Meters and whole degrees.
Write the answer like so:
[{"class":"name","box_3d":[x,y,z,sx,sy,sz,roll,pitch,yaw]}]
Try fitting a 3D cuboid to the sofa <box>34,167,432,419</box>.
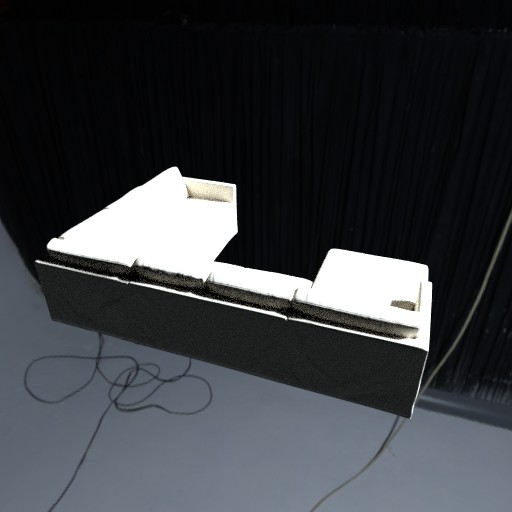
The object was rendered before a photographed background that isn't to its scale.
[{"class":"sofa","box_3d":[0.000,0.000,4.630,3.464,0.882,2.448,10,32,17]}]
